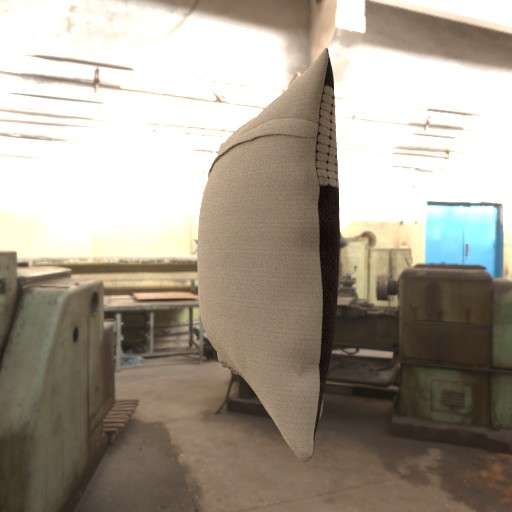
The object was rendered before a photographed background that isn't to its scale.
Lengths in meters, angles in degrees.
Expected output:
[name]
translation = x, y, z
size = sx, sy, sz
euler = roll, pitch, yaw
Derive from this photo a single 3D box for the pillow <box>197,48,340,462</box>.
[pillow]
translation = 0.000, 0.000, 0.716
size = 0.178, 0.473, 0.475
euler = 0, 1, -18
